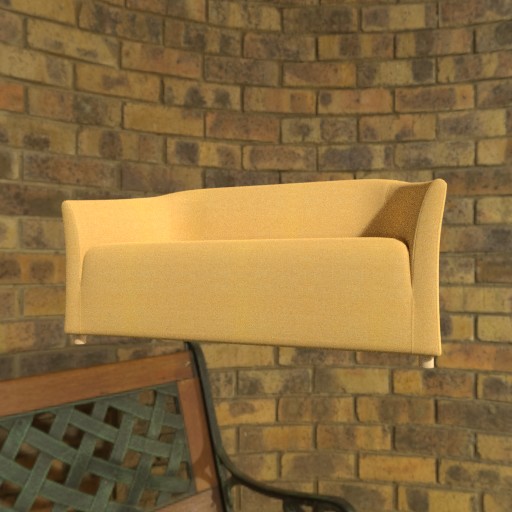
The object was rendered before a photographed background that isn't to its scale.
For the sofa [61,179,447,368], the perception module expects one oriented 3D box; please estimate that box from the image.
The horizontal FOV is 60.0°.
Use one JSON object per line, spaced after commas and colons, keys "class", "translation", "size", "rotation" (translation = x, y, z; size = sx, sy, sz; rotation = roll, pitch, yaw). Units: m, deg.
{"class": "sofa", "translation": [0.000, 0.000, 1.893], "size": [1.452, 0.721, 0.705], "rotation": [0, -1, 19]}
